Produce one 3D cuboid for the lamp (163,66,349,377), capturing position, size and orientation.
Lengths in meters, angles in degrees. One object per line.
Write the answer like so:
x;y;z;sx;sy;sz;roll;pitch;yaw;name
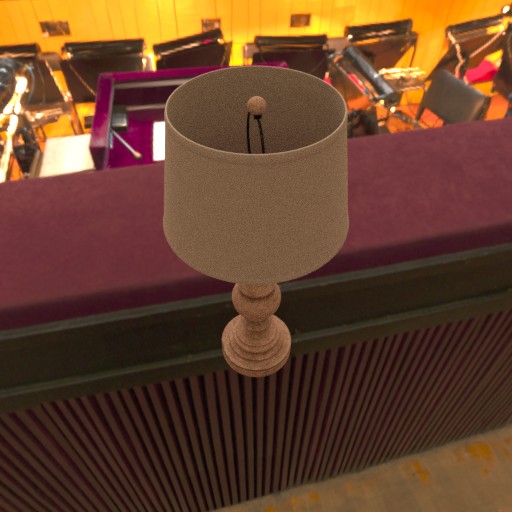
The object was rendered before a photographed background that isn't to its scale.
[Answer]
0.000;0.000;0.900;0.340;0.678;0.340;0;46;0;lamp
